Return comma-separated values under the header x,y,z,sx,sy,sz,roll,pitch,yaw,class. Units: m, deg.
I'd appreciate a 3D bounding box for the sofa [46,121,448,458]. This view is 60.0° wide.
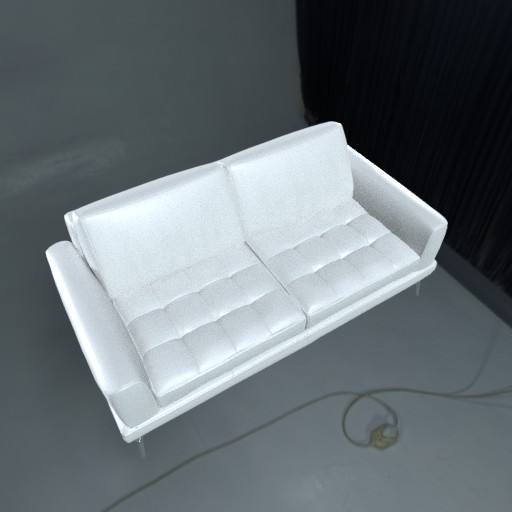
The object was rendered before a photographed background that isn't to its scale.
x,y,z,sx,sy,sz,roll,pitch,yaw,class
0.000,0.000,2.680,2.177,0.930,1.121,-24,52,-21,sofa
